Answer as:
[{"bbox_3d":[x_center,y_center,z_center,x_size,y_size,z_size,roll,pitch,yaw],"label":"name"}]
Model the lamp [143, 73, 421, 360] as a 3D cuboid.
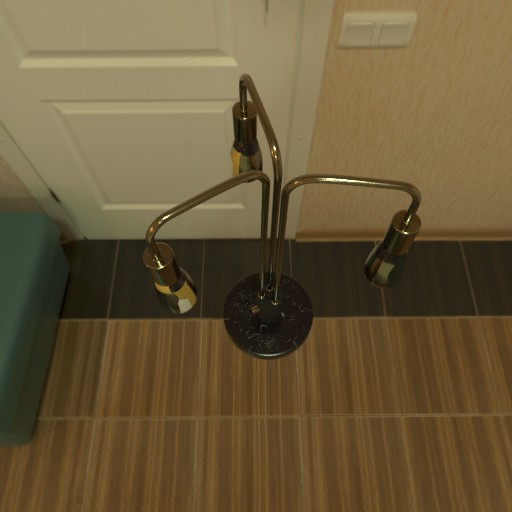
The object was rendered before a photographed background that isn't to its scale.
[{"bbox_3d":[0.000,0.000,0.790,0.368,0.560,0.355,-27,67,-13],"label":"lamp"}]
